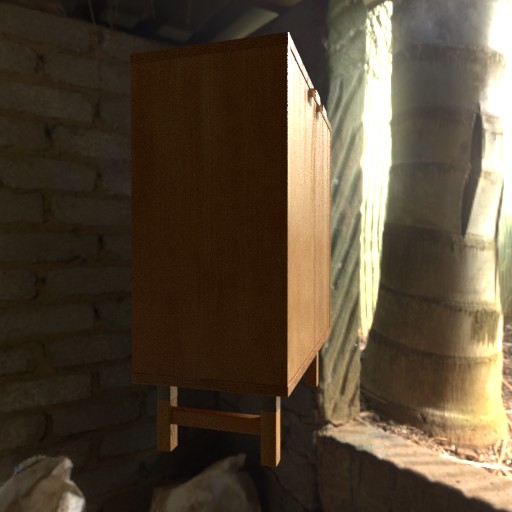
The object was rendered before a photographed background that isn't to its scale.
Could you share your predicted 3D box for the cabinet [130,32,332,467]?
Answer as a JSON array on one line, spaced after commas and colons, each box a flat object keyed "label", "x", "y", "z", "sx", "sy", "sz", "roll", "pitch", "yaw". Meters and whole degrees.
[{"label": "cabinet", "x": 0.000, "y": 0.000, "z": 1.419, "sx": 0.419, "sy": 1.001, "sz": 0.800, "roll": 0, "pitch": 1, "yaw": 16}]
